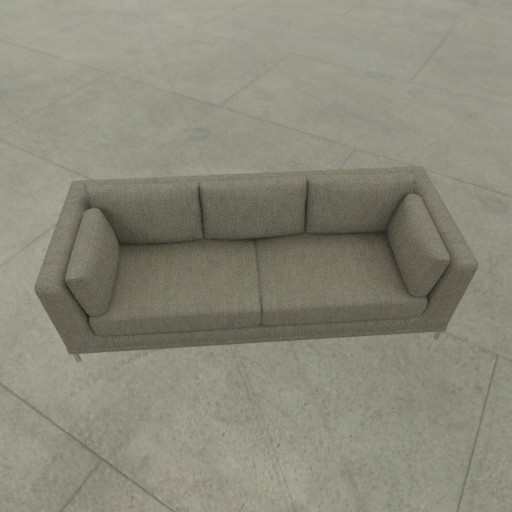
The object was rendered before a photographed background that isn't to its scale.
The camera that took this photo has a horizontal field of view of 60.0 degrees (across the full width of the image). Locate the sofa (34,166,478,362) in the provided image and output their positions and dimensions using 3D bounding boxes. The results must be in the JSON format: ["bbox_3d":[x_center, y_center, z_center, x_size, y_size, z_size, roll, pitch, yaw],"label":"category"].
[{"bbox_3d":[0.000,0.000,2.923,2.415,0.867,0.969,-3,46,-3],"label":"sofa"}]
